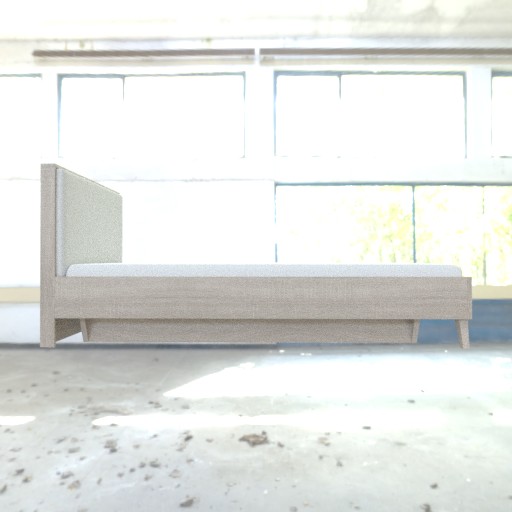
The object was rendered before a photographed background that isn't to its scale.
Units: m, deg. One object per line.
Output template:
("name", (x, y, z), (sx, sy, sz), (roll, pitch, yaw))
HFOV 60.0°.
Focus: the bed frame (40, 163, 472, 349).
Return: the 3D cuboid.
("bed frame", (0.000, 0.000, 2.691), (2.140, 0.920, 0.990), (0, 0, 1))
